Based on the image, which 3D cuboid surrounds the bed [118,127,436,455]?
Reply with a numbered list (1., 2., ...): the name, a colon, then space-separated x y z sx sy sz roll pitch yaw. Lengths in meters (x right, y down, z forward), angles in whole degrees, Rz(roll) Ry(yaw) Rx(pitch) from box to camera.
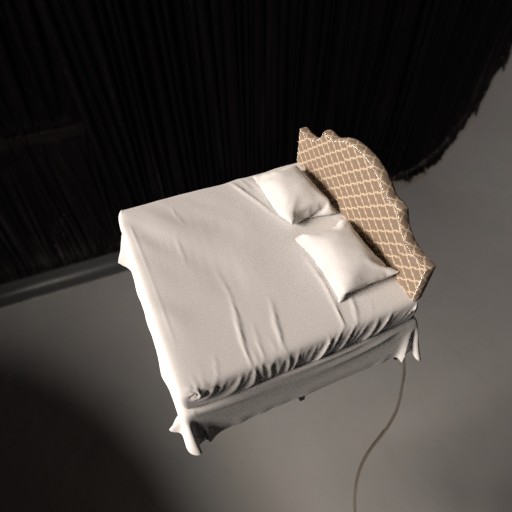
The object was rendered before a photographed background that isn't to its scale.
1. bed: 0.000 0.000 3.783 2.222 1.601 2.314 -18 51 -15
